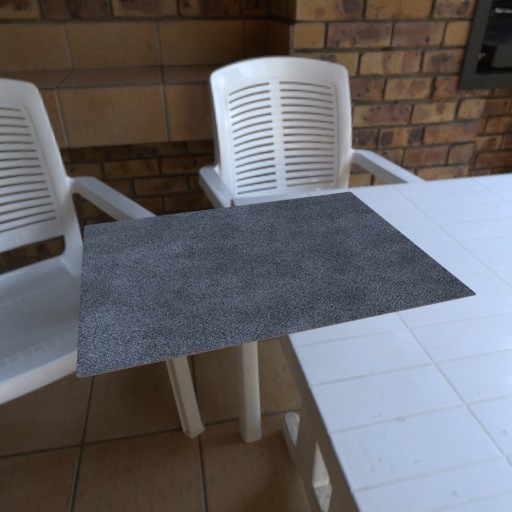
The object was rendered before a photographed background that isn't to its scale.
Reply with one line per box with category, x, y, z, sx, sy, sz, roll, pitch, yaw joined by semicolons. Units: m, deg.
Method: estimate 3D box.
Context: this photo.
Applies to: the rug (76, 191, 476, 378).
rug;0.000;0.000;2.989;2.235;0.008;1.600;-9;32;-14
